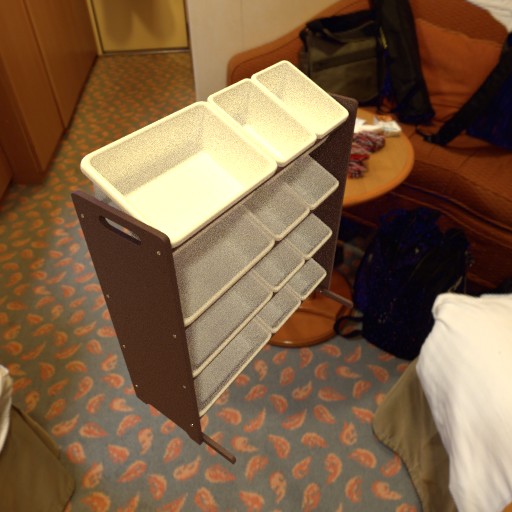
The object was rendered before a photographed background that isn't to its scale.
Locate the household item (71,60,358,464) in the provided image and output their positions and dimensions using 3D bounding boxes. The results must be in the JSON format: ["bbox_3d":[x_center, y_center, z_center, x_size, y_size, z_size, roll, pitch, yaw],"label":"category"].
[{"bbox_3d":[0.000,0.000,1.306,0.389,0.864,0.787,26,47,26],"label":"household item"}]
